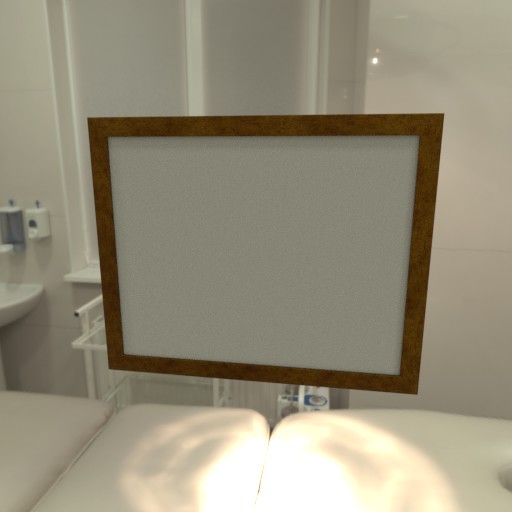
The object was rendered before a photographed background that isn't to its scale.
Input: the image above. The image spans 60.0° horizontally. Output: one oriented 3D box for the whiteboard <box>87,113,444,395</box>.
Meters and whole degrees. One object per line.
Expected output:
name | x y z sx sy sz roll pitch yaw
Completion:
whiteboard | 0.000 0.000 0.757 0.561 0.457 0.029 2 14 9
